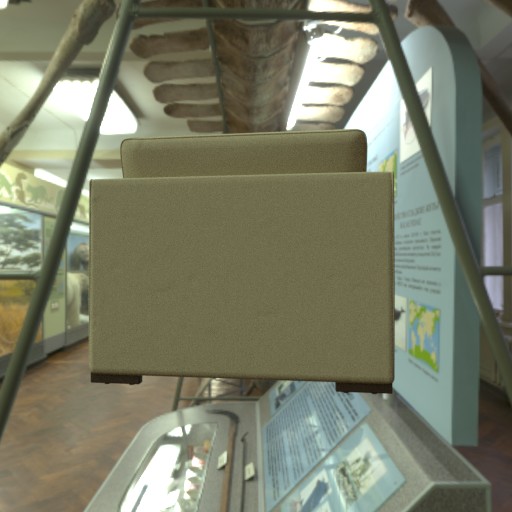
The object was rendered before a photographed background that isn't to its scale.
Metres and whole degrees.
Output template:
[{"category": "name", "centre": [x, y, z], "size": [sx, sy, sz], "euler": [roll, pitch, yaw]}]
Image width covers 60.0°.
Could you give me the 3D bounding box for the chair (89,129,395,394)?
[{"category": "chair", "centre": [0.000, 0.000, 2.196], "size": [1.293, 1.005, 1.274], "euler": [0, -1, 0]}]
